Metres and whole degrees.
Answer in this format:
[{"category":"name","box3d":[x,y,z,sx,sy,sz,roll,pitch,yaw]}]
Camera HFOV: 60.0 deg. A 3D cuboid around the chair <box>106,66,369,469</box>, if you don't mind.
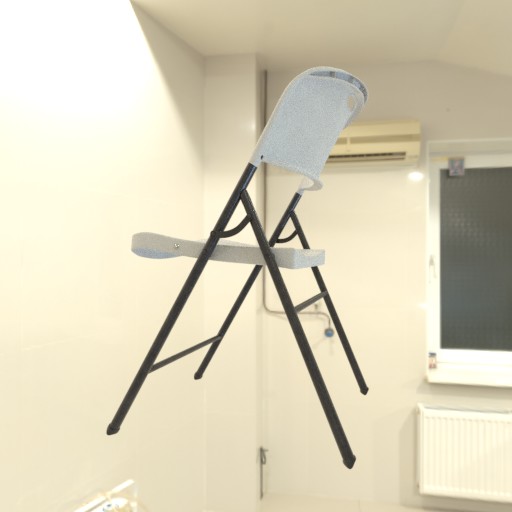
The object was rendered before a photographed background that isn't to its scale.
[{"category":"chair","box3d":[0.000,0.000,1.152,0.566,0.810,0.494,0,0,17]}]
